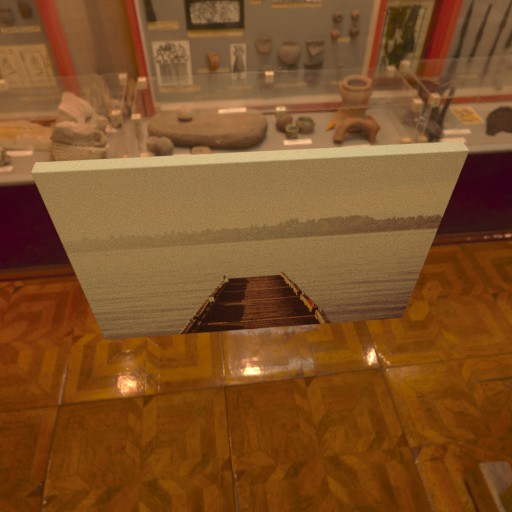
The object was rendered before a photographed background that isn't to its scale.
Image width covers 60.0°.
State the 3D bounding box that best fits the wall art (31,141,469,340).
[{"bbox_3d":[0.000,0.000,1.153,0.916,0.609,0.037,-4,46,-4],"label":"wall art"}]
